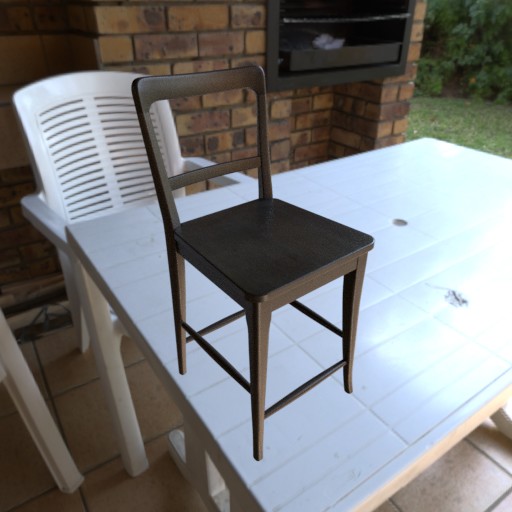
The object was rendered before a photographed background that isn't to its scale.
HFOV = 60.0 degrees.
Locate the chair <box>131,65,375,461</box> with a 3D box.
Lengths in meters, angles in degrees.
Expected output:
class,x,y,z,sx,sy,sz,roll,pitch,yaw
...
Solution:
class,x,y,z,sx,sy,sz,roll,pitch,yaw
chair,0.000,0.000,1.335,0.450,0.991,0.546,-22,37,-33
